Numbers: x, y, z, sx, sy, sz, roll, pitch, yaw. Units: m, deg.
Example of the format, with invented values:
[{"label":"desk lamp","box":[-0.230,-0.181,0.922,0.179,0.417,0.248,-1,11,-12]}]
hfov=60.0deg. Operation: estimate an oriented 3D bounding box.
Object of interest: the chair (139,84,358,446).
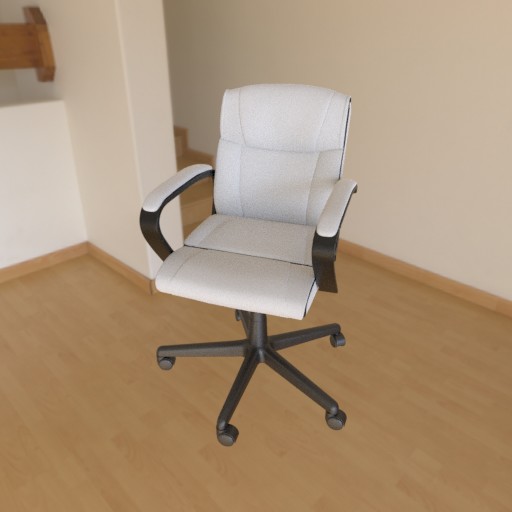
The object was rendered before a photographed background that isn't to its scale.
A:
[{"label":"chair","box":[0.000,0.000,1.473,0.739,1.004,0.717,10,29,17]}]
